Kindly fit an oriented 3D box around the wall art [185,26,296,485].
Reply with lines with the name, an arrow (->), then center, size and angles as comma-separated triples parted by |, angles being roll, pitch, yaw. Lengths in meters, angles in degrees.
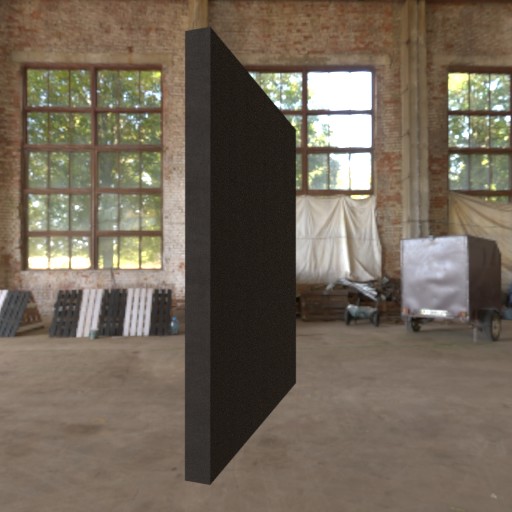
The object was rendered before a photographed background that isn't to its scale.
wall art -> 0.000, 0.000, 0.755 | 0.034, 0.552, 0.455 | 0, 0, 18
